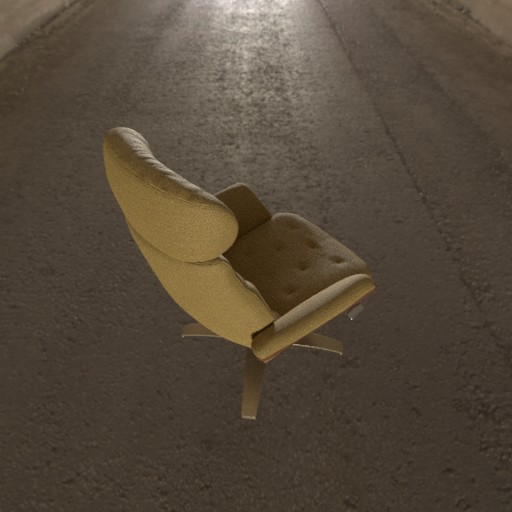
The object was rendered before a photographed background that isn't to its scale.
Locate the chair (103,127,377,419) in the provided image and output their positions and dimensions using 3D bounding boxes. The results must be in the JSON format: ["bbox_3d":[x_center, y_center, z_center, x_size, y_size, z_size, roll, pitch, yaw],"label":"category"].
[{"bbox_3d":[0.000,0.000,1.567,0.837,0.995,0.785,-25,46,-27],"label":"chair"}]
